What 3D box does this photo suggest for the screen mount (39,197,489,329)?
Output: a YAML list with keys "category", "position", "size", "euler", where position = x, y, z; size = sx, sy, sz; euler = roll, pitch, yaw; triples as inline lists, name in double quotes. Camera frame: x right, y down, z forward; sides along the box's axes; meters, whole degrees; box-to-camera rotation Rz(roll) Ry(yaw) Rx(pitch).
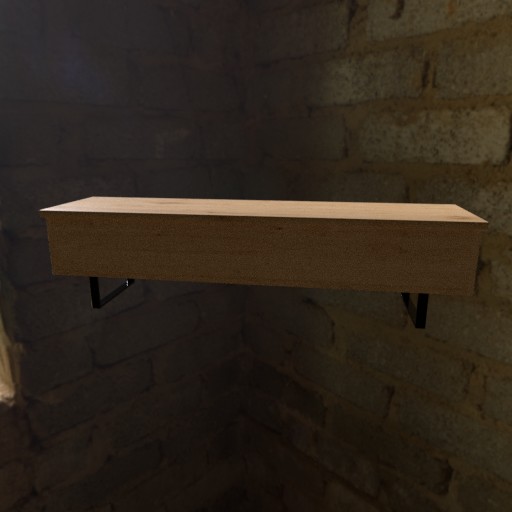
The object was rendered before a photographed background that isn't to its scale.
- category: "screen mount"
  position: [0.000, 0.000, 1.929]
  size: [1.700, 0.430, 0.450]
  euler: [2, 15, 9]
